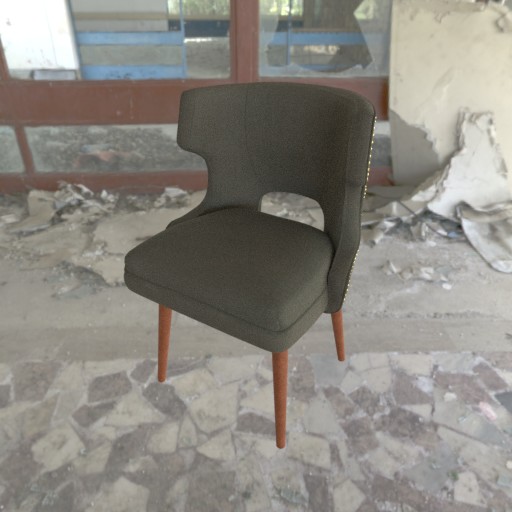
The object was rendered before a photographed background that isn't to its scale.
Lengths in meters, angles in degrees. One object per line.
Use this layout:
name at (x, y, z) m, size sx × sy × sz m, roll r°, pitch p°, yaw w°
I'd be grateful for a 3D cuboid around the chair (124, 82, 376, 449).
chair at (0.000, 0.000, 1.263) m, size 0.595 × 0.863 × 0.581 m, roll 18°, pitch 34°, yaw 29°
